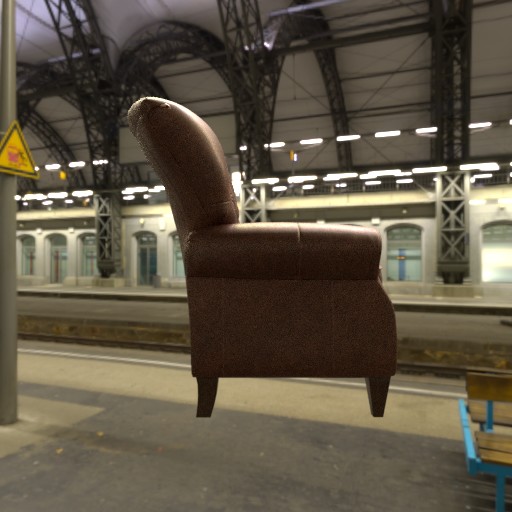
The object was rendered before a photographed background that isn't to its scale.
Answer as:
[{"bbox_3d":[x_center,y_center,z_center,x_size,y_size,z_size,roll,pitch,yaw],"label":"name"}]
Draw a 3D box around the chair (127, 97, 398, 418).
[{"bbox_3d":[0.000,0.000,1.954,1.031,1.162,0.979,0,-1,0],"label":"chair"}]
